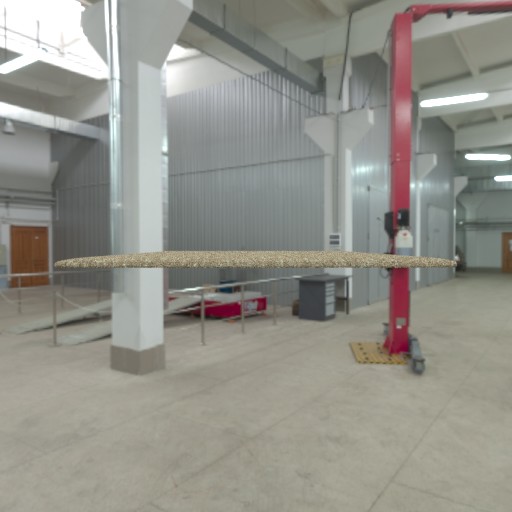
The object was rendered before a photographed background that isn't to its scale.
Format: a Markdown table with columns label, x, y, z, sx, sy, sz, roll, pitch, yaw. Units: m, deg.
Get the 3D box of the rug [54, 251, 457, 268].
| label | x | y | z | sx | sy | sz | roll | pitch | yaw |
| --- | --- | --- | --- | --- | --- | --- | --- | --- | --- |
| rug | 0.000 | 0.000 | 3.774 | 2.242 | 0.050 | 2.873 | 0 | 1 | -1 |
